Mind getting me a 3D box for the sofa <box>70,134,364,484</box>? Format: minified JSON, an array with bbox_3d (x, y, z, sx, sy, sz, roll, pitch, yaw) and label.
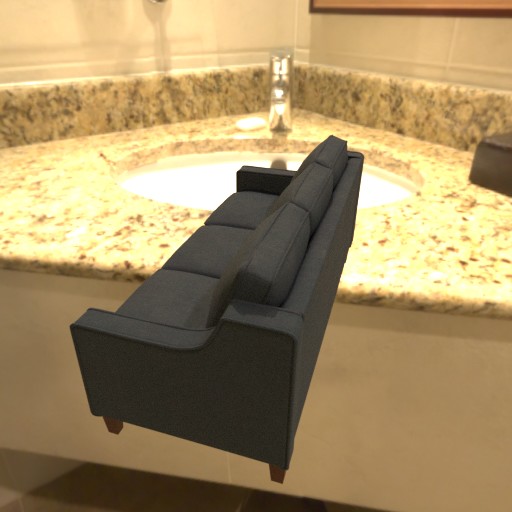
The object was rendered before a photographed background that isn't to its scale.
[{"bbox_3d":[0.000,0.000,2.474,0.911,0.974,1.986,9,31,15],"label":"sofa"}]
